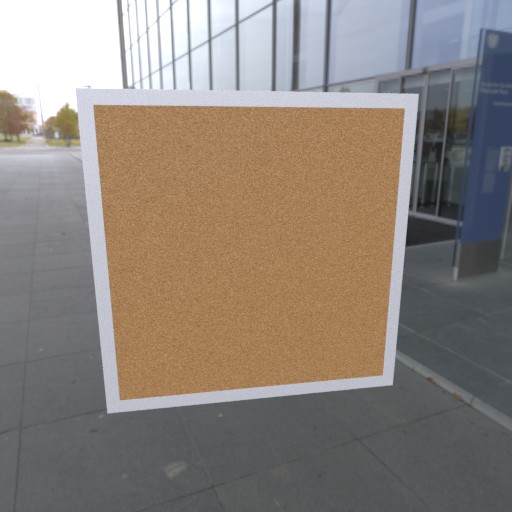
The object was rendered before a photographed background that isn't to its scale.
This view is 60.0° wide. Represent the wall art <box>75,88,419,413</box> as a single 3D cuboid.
[{"bbox_3d":[0.000,0.000,0.730,0.507,0.508,0.038,-3,15,-10],"label":"wall art"}]
